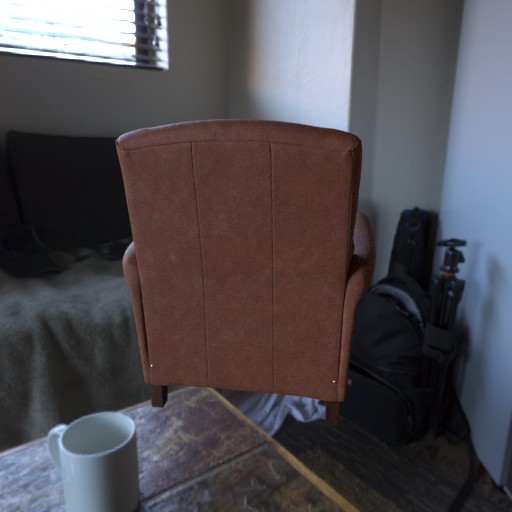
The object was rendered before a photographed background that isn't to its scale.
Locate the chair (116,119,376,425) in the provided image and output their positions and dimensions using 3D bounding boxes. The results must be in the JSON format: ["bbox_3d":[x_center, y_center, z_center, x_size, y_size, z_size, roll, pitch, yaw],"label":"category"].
[{"bbox_3d":[0.000,0.000,1.831,0.978,1.061,0.902,3,16,9],"label":"chair"}]
